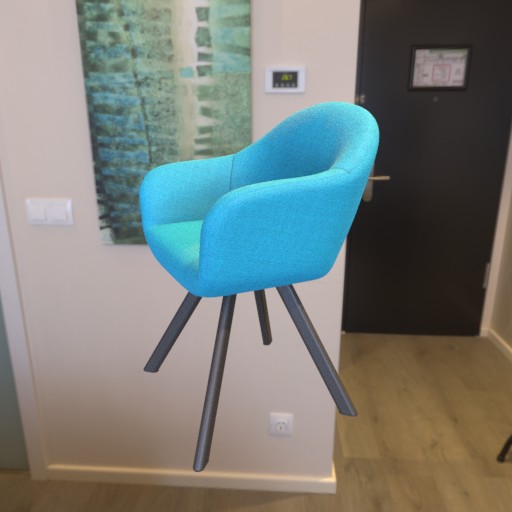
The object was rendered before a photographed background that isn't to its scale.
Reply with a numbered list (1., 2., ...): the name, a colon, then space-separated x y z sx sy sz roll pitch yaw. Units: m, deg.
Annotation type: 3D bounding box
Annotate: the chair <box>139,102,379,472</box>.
1. chair: 0.000 0.000 1.193 0.550 0.795 0.590 -8 18 -26
